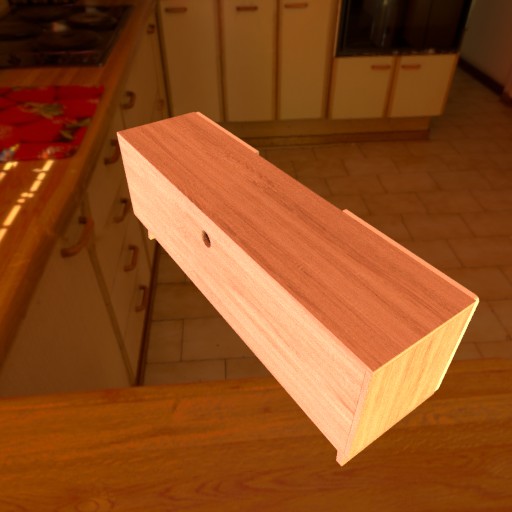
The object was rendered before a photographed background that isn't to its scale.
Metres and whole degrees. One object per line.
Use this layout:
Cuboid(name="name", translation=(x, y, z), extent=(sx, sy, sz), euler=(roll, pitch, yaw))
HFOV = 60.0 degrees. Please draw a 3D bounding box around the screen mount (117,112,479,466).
Cuboid(name="screen mount", translation=(0.000, 0.000, 1.725), extent=(0.420, 0.570, 1.500), euler=(-24, 46, -26))
